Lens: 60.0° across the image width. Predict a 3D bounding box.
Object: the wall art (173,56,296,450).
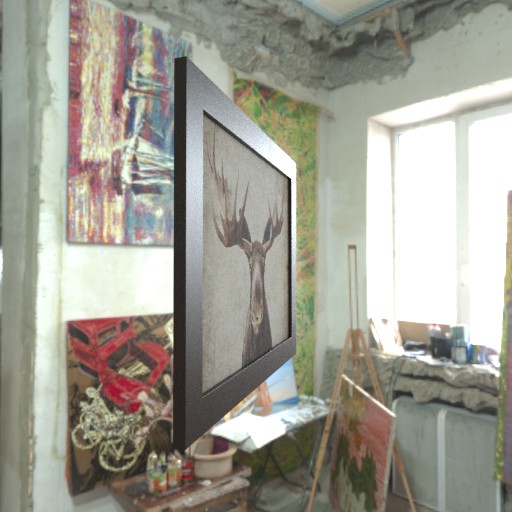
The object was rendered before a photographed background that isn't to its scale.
[{"bbox_3d":[0.000,0.000,1.649,0.034,0.952,1.207,0,-1,18],"label":"wall art"}]
